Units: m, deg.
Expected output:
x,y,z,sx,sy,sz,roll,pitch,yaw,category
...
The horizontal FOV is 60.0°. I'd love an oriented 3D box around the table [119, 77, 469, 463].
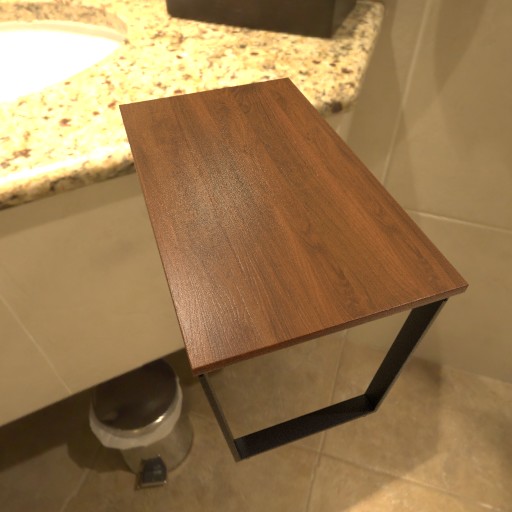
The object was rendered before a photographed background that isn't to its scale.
x,y,z,sx,sy,sz,roll,pitch,yaw,category
0.000,0.000,1.697,0.714,0.760,1.205,-14,49,-13,table
